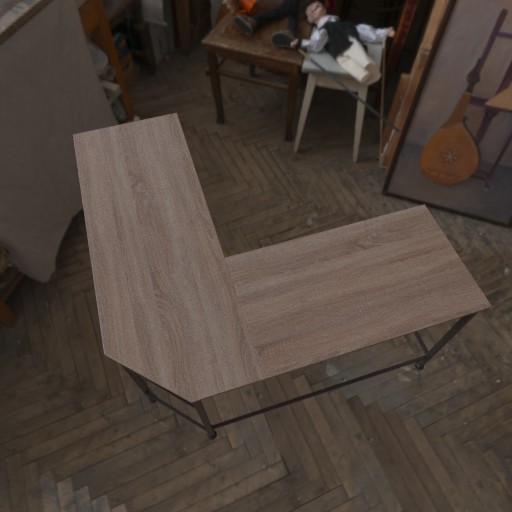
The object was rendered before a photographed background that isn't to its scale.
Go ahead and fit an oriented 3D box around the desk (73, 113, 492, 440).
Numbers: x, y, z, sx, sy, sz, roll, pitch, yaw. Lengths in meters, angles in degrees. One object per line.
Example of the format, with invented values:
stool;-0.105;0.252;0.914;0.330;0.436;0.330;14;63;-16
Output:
desk;0.000;0.000;2.176;1.379;0.739;1.379;-15;59;-9
